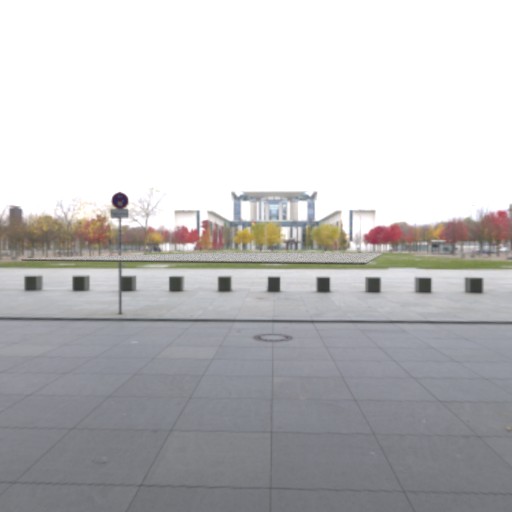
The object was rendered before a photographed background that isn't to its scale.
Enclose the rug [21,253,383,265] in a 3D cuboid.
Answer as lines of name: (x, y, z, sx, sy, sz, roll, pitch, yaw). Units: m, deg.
rug: (0.000, 0.000, 2.869, 1.524, 0.011, 2.286, 0, 1, 17)
